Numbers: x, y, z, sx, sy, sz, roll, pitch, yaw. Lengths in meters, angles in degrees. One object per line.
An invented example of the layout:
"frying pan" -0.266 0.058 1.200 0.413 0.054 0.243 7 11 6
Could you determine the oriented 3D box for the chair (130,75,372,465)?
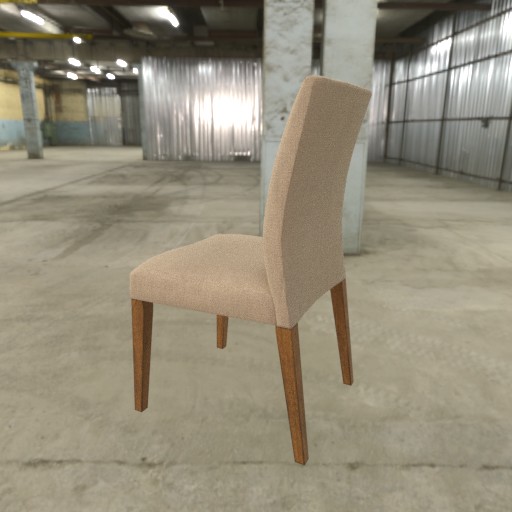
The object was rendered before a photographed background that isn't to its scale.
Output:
"chair" 0.000 0.000 1.323 0.585 0.940 0.496 8 17 27
